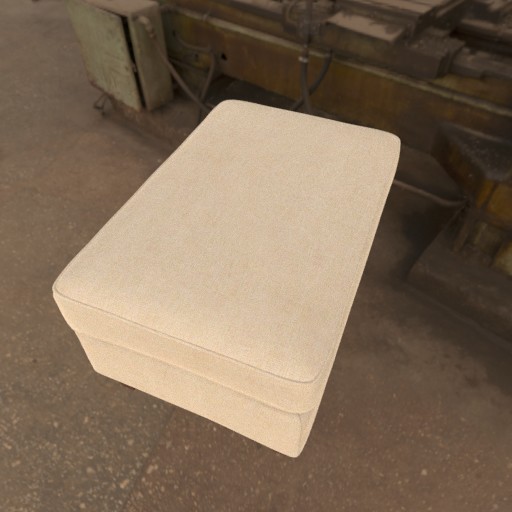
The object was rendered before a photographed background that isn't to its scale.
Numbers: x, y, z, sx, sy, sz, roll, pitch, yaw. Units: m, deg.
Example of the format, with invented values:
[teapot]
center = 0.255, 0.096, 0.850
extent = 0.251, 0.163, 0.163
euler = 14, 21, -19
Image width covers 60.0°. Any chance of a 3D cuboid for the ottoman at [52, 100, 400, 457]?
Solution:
[ottoman]
center = 0.000, 0.000, 1.227
extent = 0.583, 0.484, 0.862
euler = 17, 49, 15
